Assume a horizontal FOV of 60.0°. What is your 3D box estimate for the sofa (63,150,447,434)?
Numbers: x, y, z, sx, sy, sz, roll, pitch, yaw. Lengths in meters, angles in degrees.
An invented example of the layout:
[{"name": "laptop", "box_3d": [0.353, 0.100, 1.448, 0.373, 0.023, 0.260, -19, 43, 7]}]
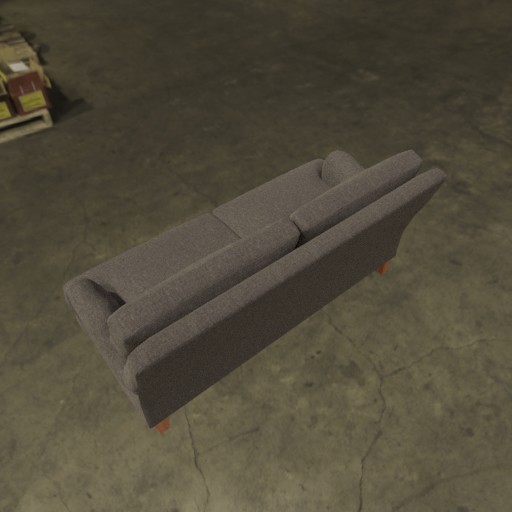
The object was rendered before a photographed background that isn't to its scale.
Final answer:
[{"name": "sofa", "box_3d": [0.000, 0.000, 2.797, 2.160, 1.054, 1.087, -30, 53, -26]}]
